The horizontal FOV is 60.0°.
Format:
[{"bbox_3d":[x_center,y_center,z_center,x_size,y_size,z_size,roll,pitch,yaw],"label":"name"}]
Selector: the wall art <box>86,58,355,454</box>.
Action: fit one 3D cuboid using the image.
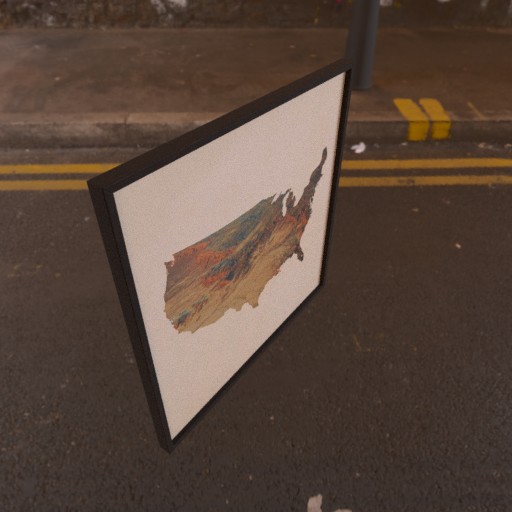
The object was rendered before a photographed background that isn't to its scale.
[{"bbox_3d":[0.000,0.000,1.105,0.038,0.762,0.762,26,46,28],"label":"wall art"}]
